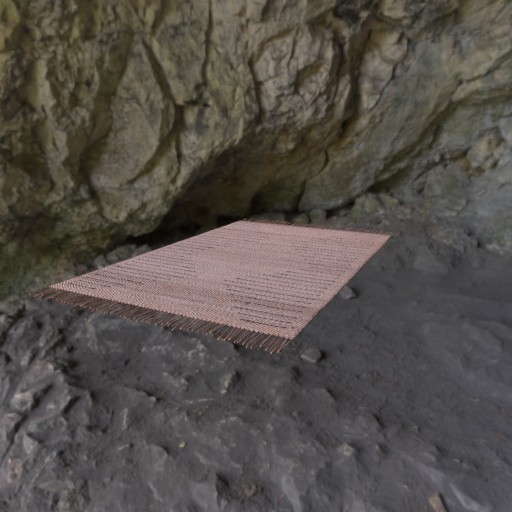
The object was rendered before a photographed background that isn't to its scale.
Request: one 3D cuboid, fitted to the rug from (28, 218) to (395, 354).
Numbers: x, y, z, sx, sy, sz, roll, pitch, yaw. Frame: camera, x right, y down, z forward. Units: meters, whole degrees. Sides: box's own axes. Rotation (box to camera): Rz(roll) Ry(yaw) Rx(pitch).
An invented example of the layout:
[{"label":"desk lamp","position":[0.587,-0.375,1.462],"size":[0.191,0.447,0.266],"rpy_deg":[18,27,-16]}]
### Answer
[{"label":"rug","position":[0.000,0.000,2.586],"size":[1.224,0.027,2.085],"rpy_deg":[8,17,26]}]
